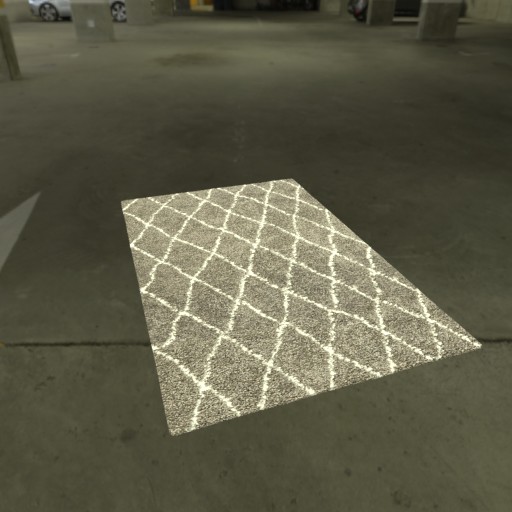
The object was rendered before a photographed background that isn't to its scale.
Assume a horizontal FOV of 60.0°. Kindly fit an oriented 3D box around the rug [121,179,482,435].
[{"bbox_3d":[0.000,0.000,3.372,1.778,0.030,2.743,-10,33,-16],"label":"rug"}]
